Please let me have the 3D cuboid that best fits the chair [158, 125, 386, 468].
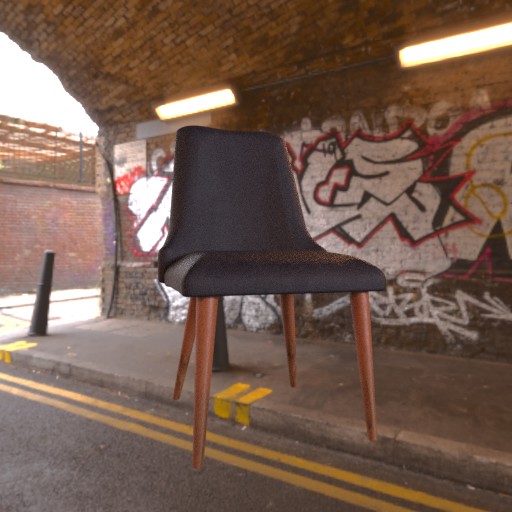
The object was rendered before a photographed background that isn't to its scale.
[{"bbox_3d":[0.000,0.000,1.192,0.504,0.820,0.567,0,0,-18],"label":"chair"}]
